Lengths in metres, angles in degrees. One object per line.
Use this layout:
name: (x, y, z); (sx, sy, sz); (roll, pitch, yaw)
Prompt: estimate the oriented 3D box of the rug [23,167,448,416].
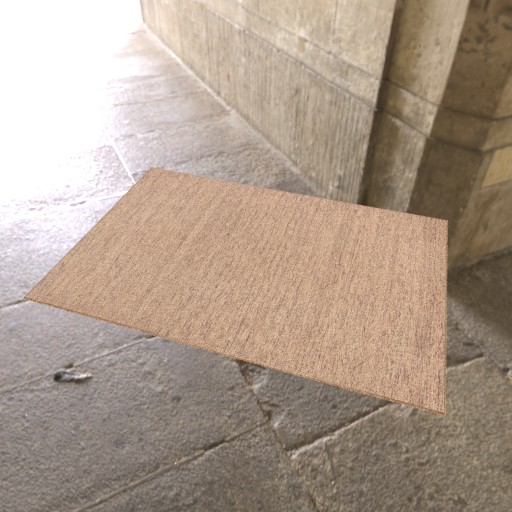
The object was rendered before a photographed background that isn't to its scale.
rug: (0.000, 0.000, 2.247); (1.840, 0.013, 1.225); (12, 43, 14)
